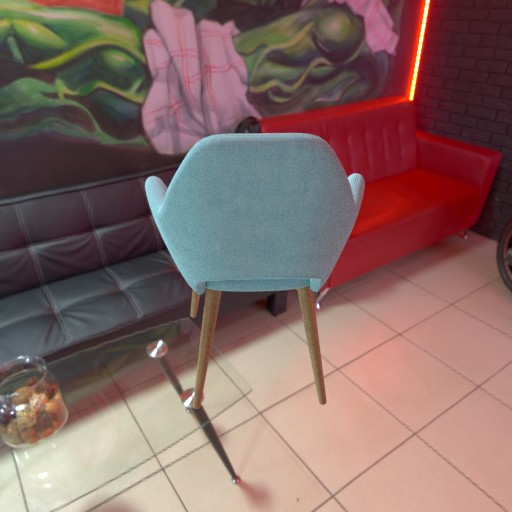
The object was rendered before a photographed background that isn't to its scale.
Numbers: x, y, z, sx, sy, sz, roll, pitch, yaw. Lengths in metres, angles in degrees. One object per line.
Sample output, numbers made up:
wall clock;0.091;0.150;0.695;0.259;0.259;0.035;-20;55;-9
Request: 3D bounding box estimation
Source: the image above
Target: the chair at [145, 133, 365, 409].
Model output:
chair;0.000;0.000;1.265;0.590;0.840;0.610;-1;30;-2
